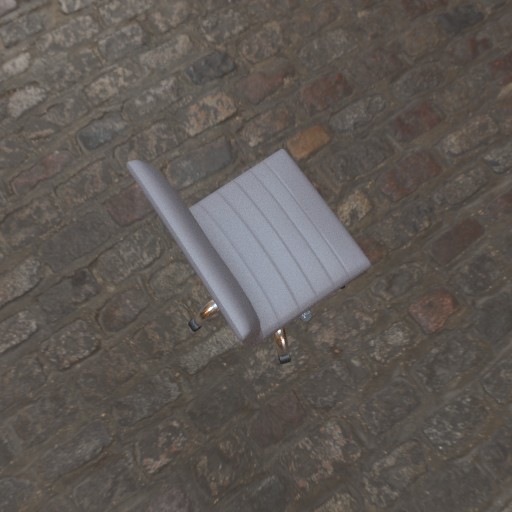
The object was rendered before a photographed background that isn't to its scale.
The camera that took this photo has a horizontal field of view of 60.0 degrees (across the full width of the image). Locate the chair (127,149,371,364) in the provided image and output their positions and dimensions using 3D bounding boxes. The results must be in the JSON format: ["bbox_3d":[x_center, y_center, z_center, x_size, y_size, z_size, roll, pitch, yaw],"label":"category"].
[{"bbox_3d":[0.000,0.000,1.162,0.530,0.780,0.556,-33,77,-8],"label":"chair"}]
